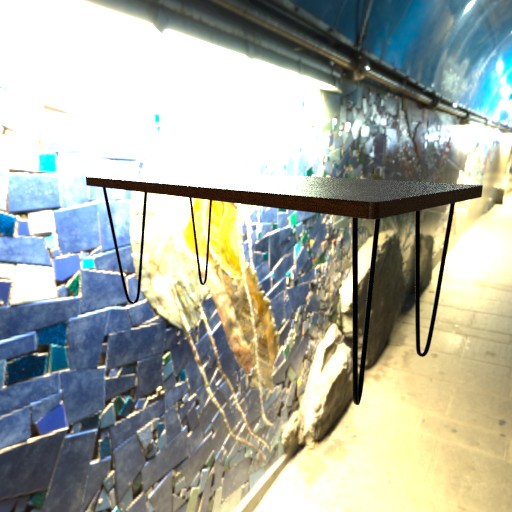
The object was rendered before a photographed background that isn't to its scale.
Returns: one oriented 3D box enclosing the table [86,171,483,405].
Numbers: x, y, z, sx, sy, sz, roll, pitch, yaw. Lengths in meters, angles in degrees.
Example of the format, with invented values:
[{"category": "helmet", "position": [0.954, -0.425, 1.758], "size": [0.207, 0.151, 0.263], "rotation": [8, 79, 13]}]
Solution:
[{"category": "table", "position": [0.000, 0.000, 2.228], "size": [1.791, 0.753, 0.883], "rotation": [13, 18, 43]}]
